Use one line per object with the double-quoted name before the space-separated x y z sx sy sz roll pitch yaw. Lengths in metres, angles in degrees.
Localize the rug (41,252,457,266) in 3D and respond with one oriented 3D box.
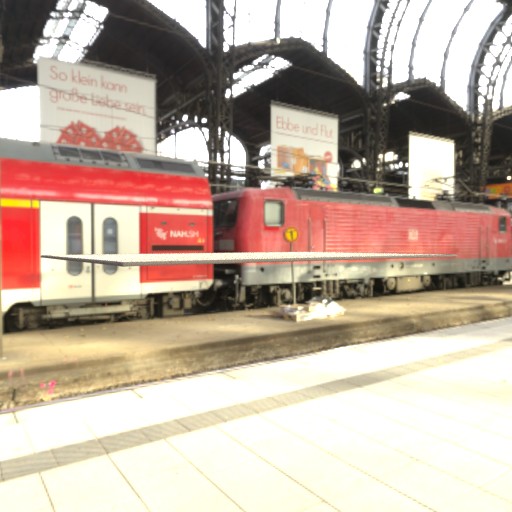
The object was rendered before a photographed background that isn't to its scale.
"rug" 0.000 0.000 2.100 1.676 0.013 1.067 -1 2 -36
